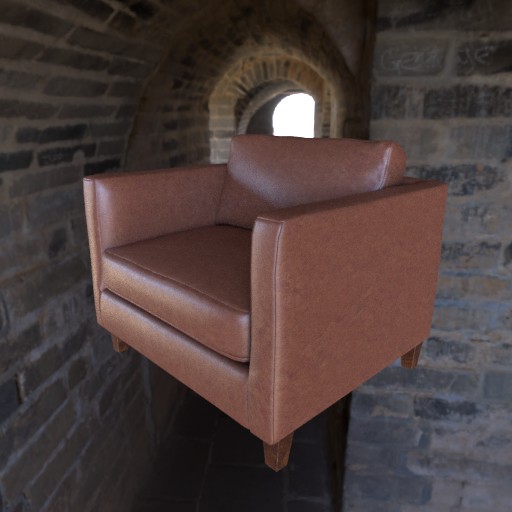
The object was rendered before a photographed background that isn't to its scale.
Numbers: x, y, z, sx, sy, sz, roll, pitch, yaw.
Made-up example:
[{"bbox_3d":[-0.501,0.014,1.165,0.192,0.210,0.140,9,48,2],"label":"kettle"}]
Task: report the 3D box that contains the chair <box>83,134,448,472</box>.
[{"bbox_3d":[0.000,0.000,1.766,0.959,0.917,1.107,-16,23,-41],"label":"chair"}]
